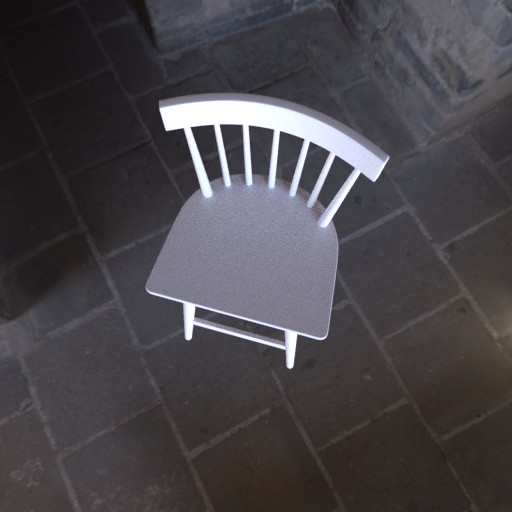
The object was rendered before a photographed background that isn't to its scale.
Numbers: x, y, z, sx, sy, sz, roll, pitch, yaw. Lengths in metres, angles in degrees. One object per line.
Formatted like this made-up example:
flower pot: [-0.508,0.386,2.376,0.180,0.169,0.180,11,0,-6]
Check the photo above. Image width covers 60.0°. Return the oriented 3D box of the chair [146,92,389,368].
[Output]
chair: [0.000,0.000,1.374,0.483,1.092,0.572,15,76,4]
